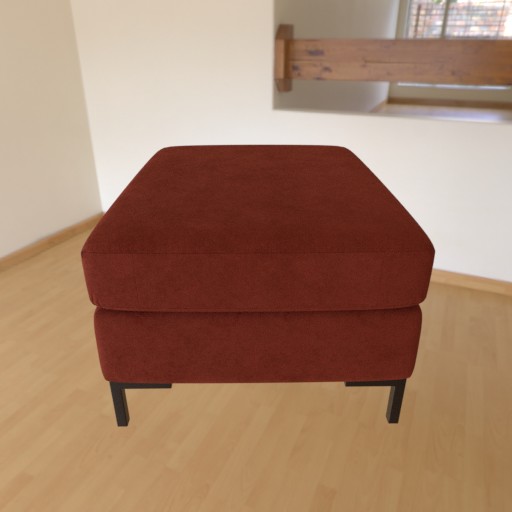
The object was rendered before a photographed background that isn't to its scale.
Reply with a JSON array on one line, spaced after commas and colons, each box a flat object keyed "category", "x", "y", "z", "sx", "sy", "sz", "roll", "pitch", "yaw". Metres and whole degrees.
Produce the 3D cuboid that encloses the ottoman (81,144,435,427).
[{"category": "ottoman", "x": 0.000, "y": 0.000, "z": 1.192, "sx": 0.650, "sy": 0.462, "sz": 0.782, "roll": 0, "pitch": 26, "yaw": -1}]
